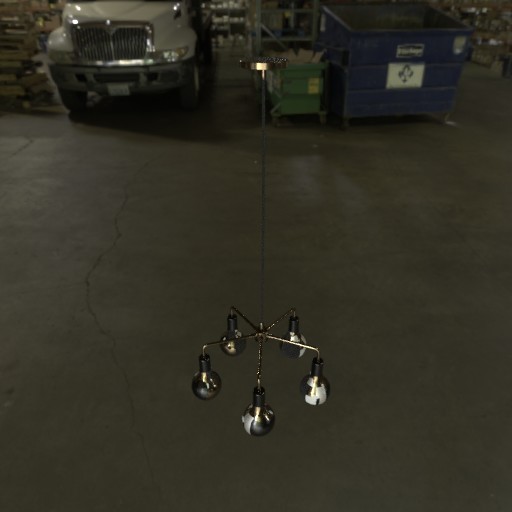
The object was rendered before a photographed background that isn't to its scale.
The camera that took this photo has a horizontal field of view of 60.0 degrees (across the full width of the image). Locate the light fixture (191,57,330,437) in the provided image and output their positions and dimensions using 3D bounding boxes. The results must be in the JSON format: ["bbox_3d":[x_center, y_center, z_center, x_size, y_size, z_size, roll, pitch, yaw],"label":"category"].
[{"bbox_3d":[0.000,0.000,1.214,0.421,0.988,0.438,-8,31,-13],"label":"light fixture"}]
